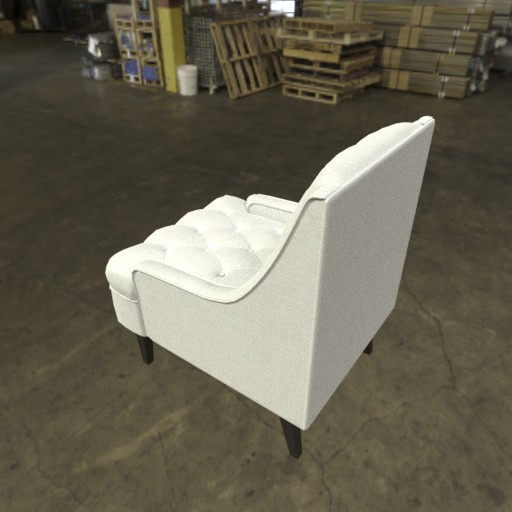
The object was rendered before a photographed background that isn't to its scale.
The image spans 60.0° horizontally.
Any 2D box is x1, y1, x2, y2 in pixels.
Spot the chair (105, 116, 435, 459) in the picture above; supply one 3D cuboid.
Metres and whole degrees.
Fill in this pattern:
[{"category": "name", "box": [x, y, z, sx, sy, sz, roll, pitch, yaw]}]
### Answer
[{"category": "chair", "box": [0.000, 0.000, 1.429, 0.772, 0.891, 0.658, 22, 39, 29]}]
